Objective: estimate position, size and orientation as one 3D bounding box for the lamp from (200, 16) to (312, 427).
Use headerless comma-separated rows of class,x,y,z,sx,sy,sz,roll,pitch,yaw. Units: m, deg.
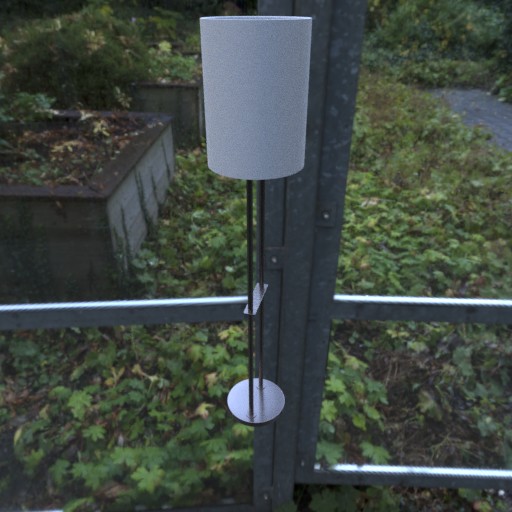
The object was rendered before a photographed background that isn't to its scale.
lamp,0.000,0.000,1.583,0.305,1.500,0.306,7,31,13
